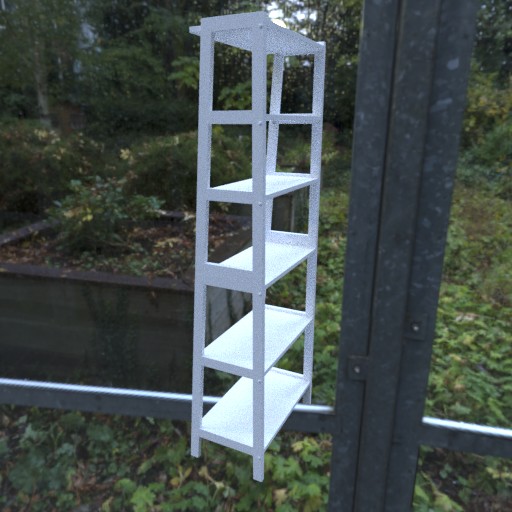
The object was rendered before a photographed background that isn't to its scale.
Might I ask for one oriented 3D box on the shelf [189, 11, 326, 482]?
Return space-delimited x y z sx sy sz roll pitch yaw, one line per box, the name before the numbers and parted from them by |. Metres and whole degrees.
shelf | 0.000 0.000 2.076 0.381 1.892 0.660 8 19 25
